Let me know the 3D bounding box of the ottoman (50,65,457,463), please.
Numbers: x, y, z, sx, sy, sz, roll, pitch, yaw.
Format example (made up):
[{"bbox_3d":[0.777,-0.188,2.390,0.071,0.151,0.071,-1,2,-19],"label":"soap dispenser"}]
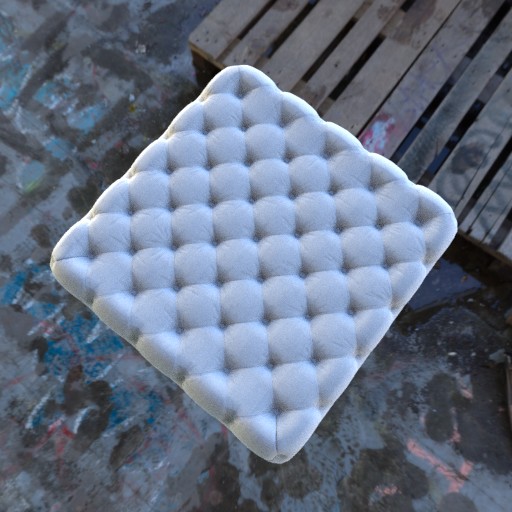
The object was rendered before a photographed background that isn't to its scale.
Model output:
[{"bbox_3d":[0.000,0.000,1.225,0.753,0.376,0.755,38,79,9],"label":"ottoman"}]
